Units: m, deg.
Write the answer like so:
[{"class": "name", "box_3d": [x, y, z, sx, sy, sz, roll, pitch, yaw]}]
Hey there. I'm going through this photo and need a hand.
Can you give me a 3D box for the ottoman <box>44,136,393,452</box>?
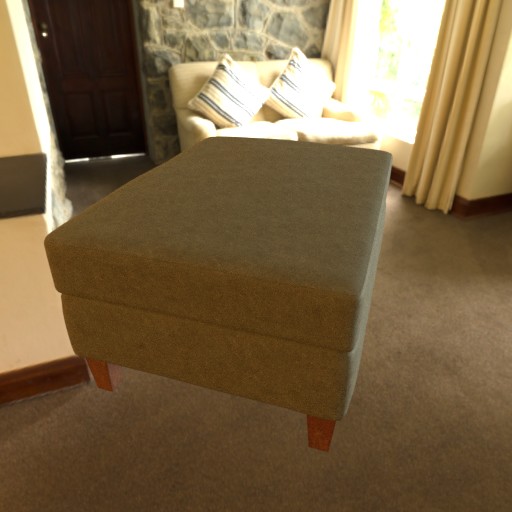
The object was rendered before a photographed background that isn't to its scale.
[{"class": "ottoman", "box_3d": [0.000, 0.000, 1.212, 0.639, 0.464, 0.839, 9, 31, 16]}]
